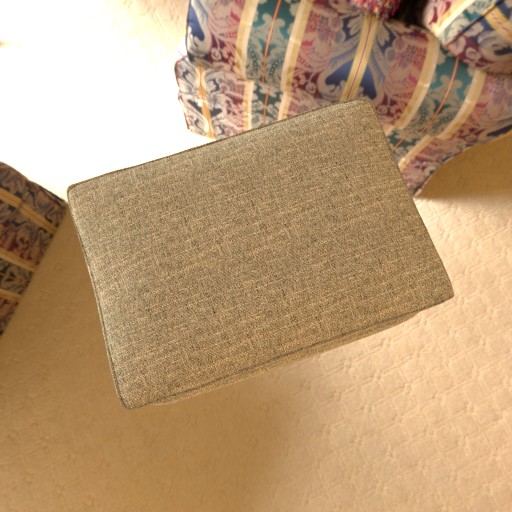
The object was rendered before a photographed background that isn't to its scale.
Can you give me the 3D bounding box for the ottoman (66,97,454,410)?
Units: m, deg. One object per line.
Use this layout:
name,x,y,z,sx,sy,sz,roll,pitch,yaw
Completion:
ottoman,0.000,0.000,1.019,0.686,0.406,0.508,-18,77,-4
